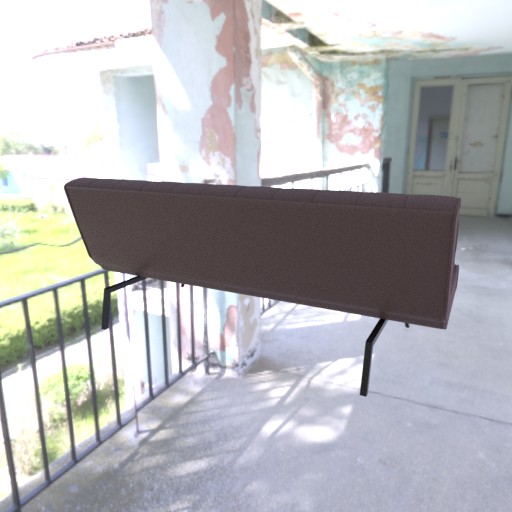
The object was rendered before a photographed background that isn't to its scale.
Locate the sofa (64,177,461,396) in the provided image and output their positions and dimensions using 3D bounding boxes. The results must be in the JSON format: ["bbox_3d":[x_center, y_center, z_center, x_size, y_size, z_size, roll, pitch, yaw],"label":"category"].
[{"bbox_3d":[0.000,0.000,2.068,1.703,0.699,0.747,7,16,26],"label":"sofa"}]
